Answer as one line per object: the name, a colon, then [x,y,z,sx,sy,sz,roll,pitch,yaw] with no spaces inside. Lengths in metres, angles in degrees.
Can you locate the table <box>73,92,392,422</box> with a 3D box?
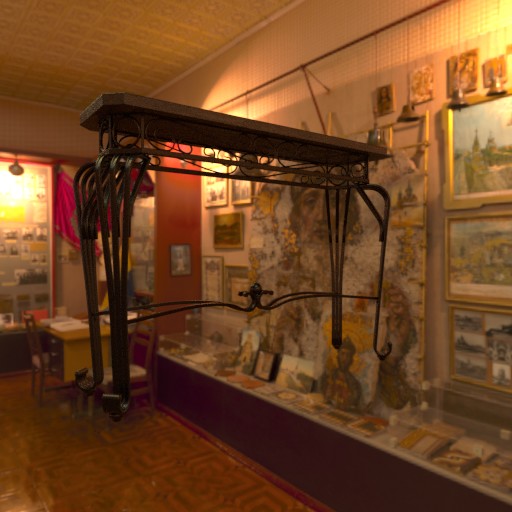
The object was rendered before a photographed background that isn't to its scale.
table: [0.000,0.000,1.482,1.112,0.800,0.329,-1,1,-36]
